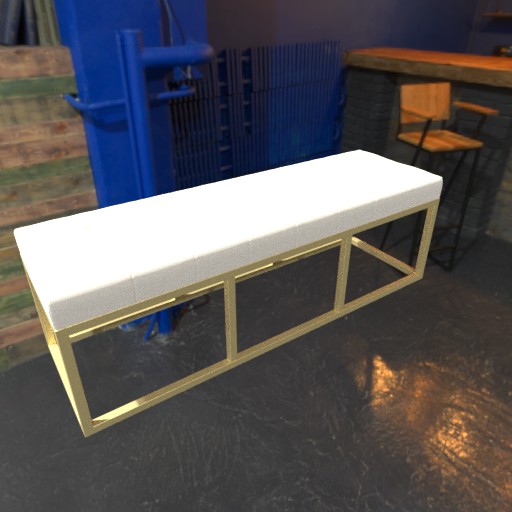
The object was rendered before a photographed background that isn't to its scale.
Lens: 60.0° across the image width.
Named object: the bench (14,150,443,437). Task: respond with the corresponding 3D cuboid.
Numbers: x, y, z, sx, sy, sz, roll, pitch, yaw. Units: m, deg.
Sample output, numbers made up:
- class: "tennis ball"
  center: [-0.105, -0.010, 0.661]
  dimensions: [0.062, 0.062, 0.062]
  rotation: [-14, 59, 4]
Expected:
- class: "bench"
  center: [0.000, 0.000, 1.644]
  dimensions: [1.473, 0.484, 0.457]
  rotation: [-19, 35, -29]
